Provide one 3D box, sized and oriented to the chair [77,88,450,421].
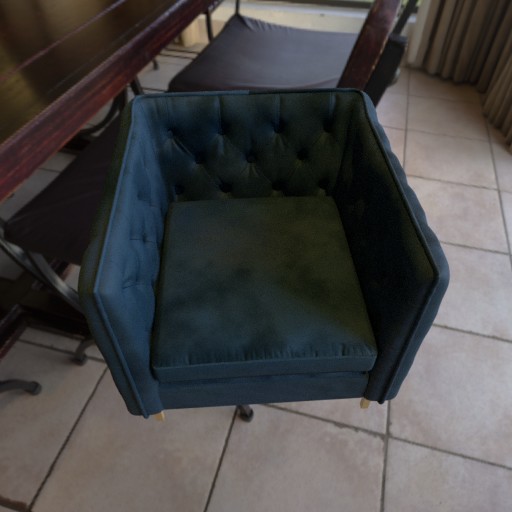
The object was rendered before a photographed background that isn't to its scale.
[{"bbox_3d":[0.000,0.000,1.496,0.868,0.771,0.877,-3,46,-3],"label":"chair"}]
